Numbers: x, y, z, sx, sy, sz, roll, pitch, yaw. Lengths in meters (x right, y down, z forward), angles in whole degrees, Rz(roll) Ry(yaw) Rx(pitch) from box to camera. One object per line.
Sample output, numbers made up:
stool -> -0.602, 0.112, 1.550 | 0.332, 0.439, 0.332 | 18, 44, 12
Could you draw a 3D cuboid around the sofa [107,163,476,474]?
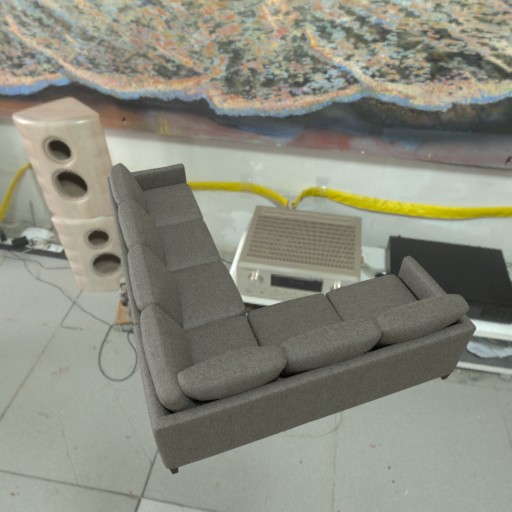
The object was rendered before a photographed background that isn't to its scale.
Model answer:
sofa -> 0.000, 0.000, 4.464 | 2.593, 0.947, 3.302 | -13, 44, -14
